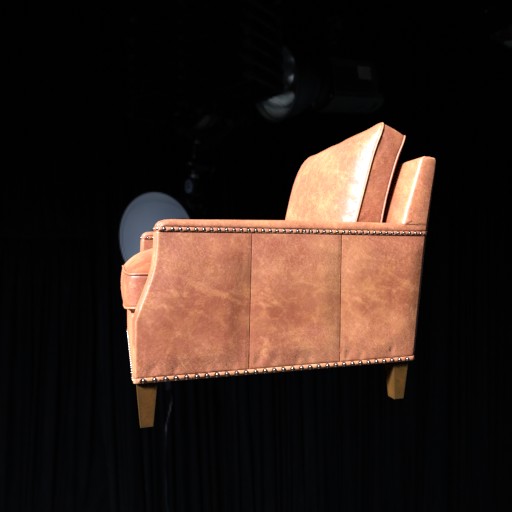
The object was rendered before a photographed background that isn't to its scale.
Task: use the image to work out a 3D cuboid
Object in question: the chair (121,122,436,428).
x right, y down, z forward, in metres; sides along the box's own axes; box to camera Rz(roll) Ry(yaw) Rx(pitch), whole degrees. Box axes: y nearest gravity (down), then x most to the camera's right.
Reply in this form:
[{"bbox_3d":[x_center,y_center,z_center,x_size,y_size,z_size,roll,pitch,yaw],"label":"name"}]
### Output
[{"bbox_3d":[0.000,0.000,1.737,1.014,0.943,0.853,0,0,-17],"label":"chair"}]
